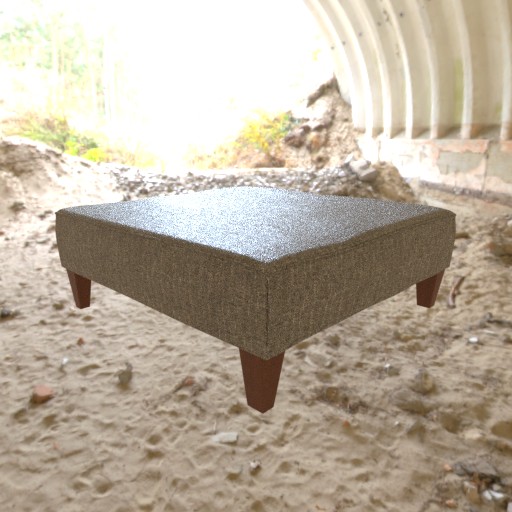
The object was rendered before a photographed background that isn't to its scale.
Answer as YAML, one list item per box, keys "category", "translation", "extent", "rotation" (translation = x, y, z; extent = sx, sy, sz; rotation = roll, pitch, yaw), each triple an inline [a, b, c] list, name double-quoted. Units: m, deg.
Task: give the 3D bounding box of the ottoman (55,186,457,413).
- category: "ottoman"
  translation: [0.000, 0.000, 1.550]
  extent: [1.016, 0.379, 0.981]
  rotation: [14, 20, 42]
